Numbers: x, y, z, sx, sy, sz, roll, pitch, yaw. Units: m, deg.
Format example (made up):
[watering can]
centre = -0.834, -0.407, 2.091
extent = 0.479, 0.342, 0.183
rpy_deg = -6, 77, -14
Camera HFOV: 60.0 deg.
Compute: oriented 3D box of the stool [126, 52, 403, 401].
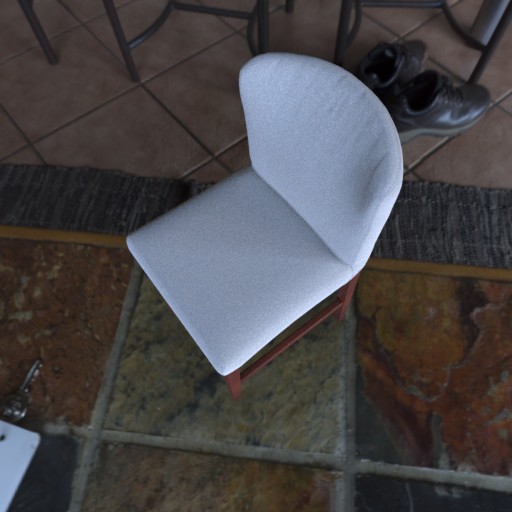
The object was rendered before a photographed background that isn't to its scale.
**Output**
[stool]
centre = 0.000, 0.000, 1.284
extent = 0.568, 0.968, 0.479
rpy_deg = -34, 68, -16
